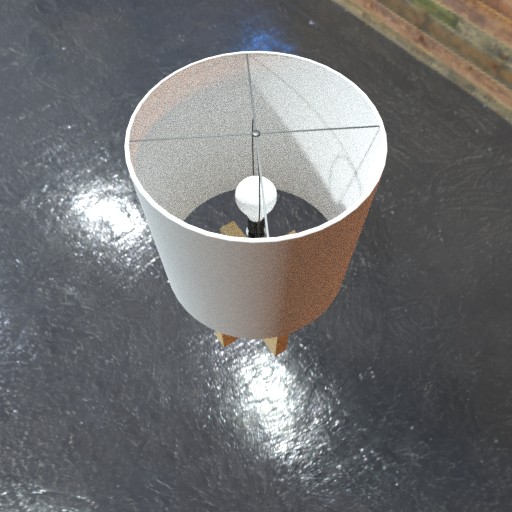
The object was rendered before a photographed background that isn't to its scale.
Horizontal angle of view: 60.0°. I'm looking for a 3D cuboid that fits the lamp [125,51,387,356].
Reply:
[{"bbox_3d":[0.000,0.000,0.572,0.229,0.428,0.229,-31,64,-17],"label":"lamp"}]
